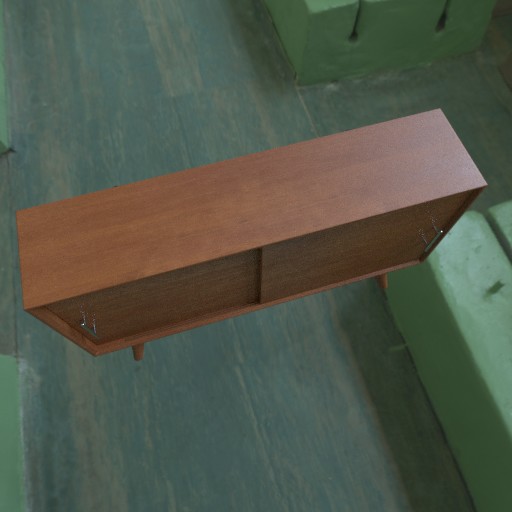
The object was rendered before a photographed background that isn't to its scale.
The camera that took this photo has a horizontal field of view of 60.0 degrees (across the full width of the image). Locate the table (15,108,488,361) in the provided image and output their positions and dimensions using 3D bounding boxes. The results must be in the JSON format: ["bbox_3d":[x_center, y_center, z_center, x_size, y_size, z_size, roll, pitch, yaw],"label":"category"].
[{"bbox_3d":[0.000,0.000,1.483,1.220,0.698,0.308,-15,66,-7],"label":"table"}]
